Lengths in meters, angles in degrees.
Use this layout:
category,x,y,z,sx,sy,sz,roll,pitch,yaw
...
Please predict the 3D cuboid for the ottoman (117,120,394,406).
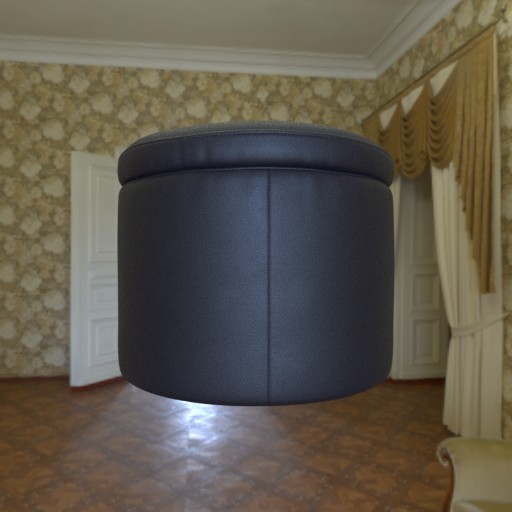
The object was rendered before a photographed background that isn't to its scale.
category,x,y,z,sx,sy,sz,roll,pitch,yaw
ottoman,0.000,0.000,0.841,0.501,0.409,0.501,0,0,0
